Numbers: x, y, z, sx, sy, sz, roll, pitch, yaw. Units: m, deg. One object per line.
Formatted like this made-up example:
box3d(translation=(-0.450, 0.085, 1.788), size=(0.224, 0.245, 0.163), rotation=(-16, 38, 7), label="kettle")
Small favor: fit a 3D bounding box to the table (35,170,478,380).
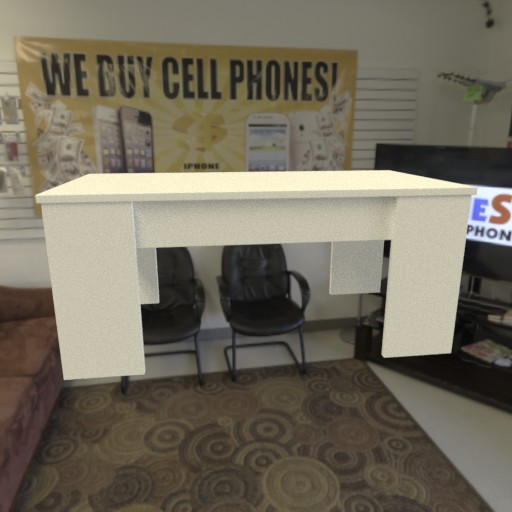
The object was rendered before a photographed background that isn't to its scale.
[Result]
box3d(translation=(0.000, 0.000, 1.288), size=(1.000, 0.440, 0.500), rotation=(-2, 16, -7), label="table")
